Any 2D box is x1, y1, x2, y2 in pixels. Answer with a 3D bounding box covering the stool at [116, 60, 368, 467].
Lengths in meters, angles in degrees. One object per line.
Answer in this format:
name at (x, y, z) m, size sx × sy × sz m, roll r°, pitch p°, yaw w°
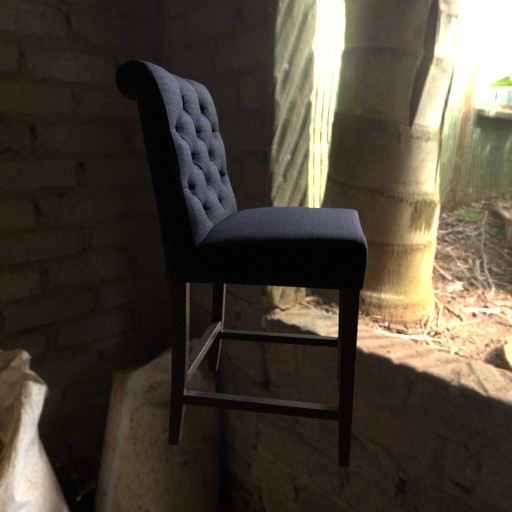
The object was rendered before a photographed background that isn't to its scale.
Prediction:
stool at (0.000, 0.000, 1.294) m, size 0.601 × 1.010 × 0.493 m, roll 3°, pitch 15°, yaw 10°
